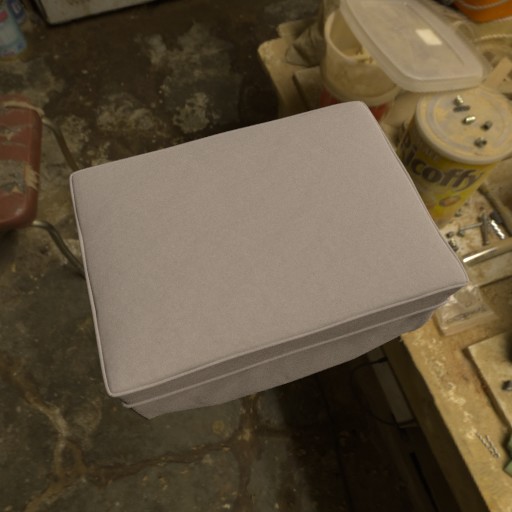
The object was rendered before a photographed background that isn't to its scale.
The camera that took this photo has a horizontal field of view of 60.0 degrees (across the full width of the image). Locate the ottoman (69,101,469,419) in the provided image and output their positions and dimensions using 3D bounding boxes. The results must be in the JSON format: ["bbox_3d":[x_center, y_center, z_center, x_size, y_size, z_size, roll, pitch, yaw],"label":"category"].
[{"bbox_3d":[0.000,0.000,1.333,0.944,0.479,0.703,-16,65,-8],"label":"ottoman"}]
